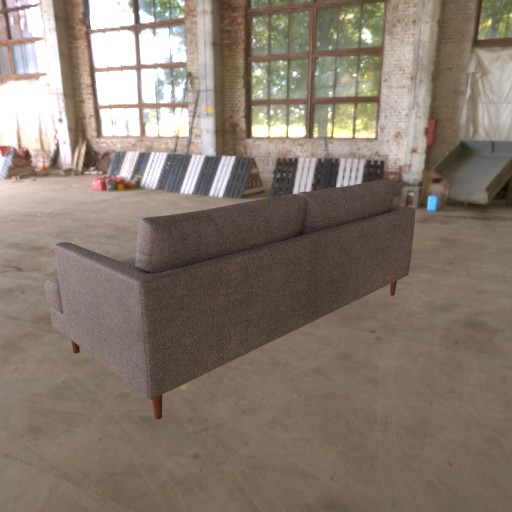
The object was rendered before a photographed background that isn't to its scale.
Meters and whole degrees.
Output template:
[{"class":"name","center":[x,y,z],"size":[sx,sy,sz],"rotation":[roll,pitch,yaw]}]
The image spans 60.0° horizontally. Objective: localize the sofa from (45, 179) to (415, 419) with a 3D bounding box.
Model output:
[{"class":"sofa","center":[0.000,0.000,2.808],"size":[1.020,0.868,2.250],"rotation":[16,23,43]}]
